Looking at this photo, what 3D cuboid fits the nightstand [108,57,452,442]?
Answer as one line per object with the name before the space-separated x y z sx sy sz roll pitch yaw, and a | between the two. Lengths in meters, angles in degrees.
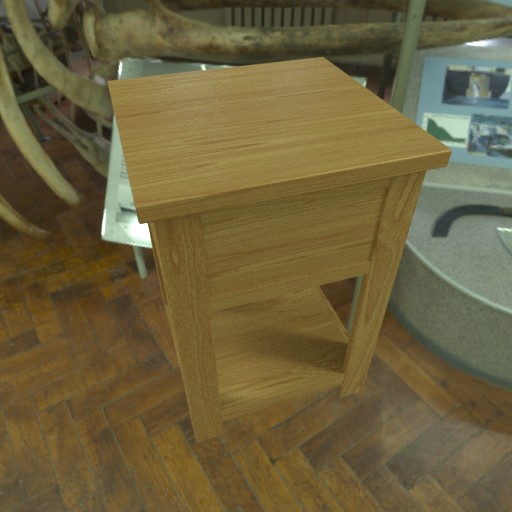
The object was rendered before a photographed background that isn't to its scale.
nightstand | 0.000 0.000 0.904 0.428 0.614 0.418 -12 43 -14
